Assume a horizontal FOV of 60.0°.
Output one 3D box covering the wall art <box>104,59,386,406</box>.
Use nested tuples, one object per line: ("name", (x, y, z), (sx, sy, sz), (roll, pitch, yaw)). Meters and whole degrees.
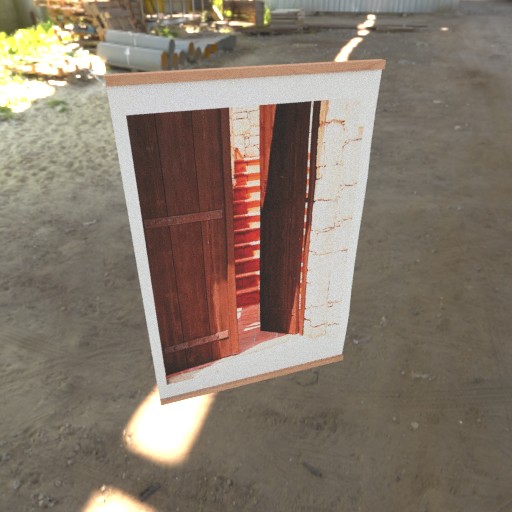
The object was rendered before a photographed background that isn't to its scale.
("wall art", (0.000, 0.000, 0.640), (0.332, 0.508, 0.012), (-10, 33, -15))
